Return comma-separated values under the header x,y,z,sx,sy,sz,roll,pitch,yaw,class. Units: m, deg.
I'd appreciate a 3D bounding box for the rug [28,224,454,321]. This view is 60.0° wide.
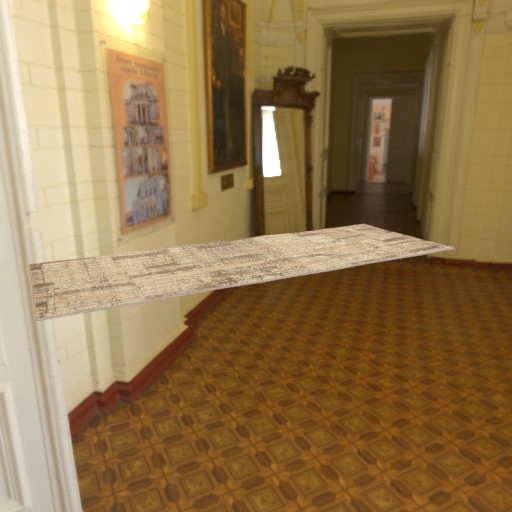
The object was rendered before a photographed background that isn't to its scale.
x,y,z,sx,sy,sz,roll,pitch,yaw,class
0.000,0.000,2.602,2.383,0.018,0.857,-8,17,-27,rug
